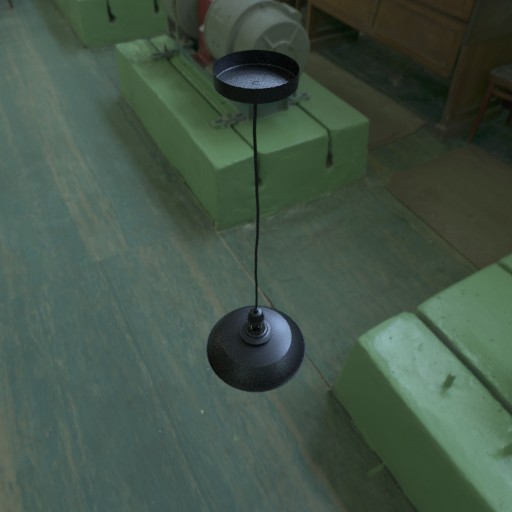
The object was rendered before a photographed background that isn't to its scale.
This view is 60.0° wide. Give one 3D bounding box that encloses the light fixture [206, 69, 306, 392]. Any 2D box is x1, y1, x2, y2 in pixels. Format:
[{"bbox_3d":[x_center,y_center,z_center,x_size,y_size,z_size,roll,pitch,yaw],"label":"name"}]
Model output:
[{"bbox_3d":[0.000,0.000,1.160,0.331,0.993,0.331,-23,51,-20],"label":"light fixture"}]
